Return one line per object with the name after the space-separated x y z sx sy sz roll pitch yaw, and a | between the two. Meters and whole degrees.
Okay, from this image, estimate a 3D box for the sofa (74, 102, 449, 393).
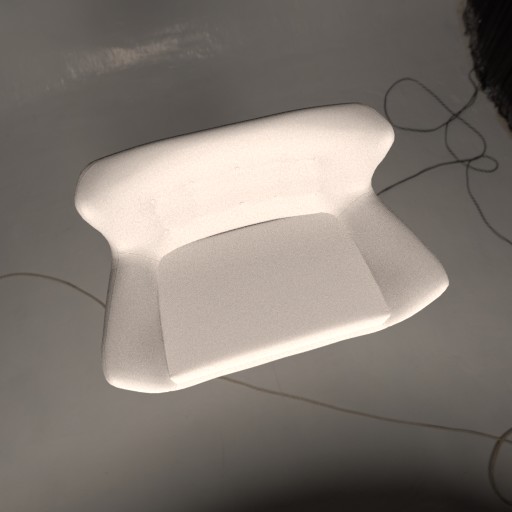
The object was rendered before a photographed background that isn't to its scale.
0.000 0.000 2.055 1.424 0.878 0.921 -15 64 -7 | sofa
